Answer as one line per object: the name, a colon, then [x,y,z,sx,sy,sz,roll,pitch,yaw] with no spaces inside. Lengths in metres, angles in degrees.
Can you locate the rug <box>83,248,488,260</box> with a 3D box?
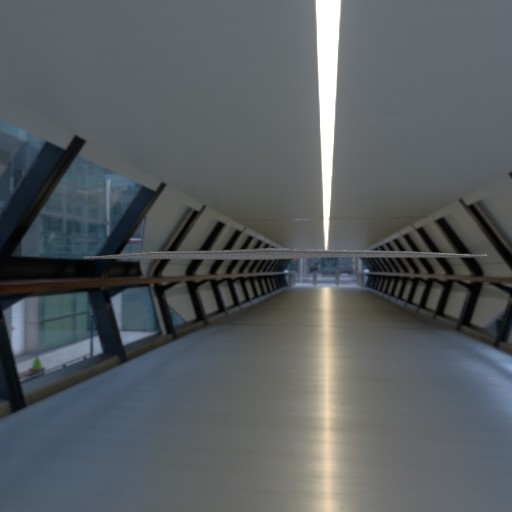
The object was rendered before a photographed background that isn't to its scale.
rug: [0.000,0.000,2.968,1.604,0.030,2.307,1,-1,-37]
